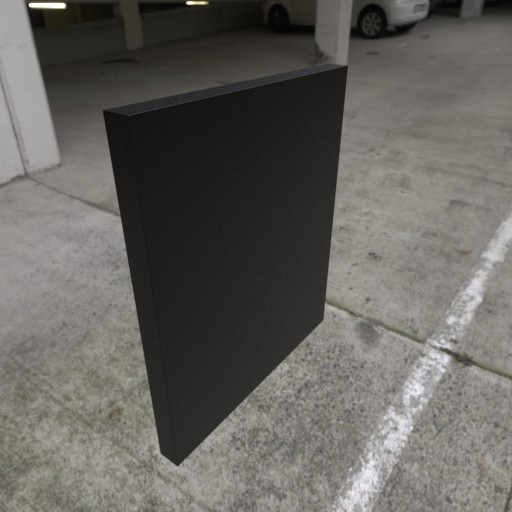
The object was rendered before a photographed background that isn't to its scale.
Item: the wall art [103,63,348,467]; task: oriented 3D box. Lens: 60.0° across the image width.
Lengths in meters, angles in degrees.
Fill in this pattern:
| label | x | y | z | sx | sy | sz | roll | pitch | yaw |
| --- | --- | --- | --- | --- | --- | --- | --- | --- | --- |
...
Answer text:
| label | x | y | z | sx | sy | sz | roll | pitch | yaw |
| --- | --- | --- | --- | --- | --- | --- | --- | --- | --- |
| wall art | 0.000 | 0.000 | 0.515 | 0.028 | 0.380 | 0.325 | 21 | 36 | 31 |
